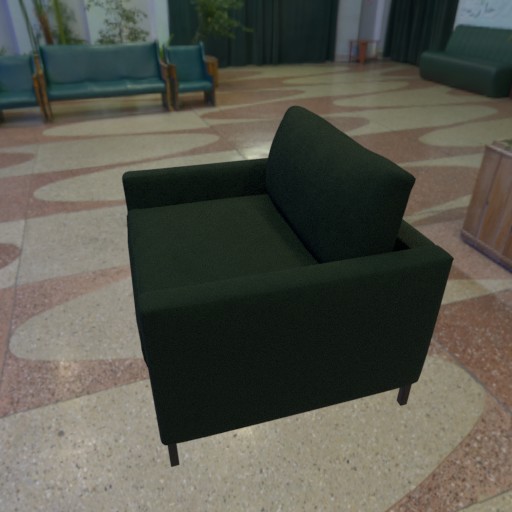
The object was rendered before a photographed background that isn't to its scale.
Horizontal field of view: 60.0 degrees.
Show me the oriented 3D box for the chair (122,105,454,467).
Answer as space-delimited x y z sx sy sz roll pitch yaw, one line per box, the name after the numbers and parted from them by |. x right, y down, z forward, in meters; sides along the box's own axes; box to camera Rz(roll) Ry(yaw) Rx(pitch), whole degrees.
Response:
0.000 0.000 1.579 0.866 0.861 0.963 -9 32 -14 | chair
